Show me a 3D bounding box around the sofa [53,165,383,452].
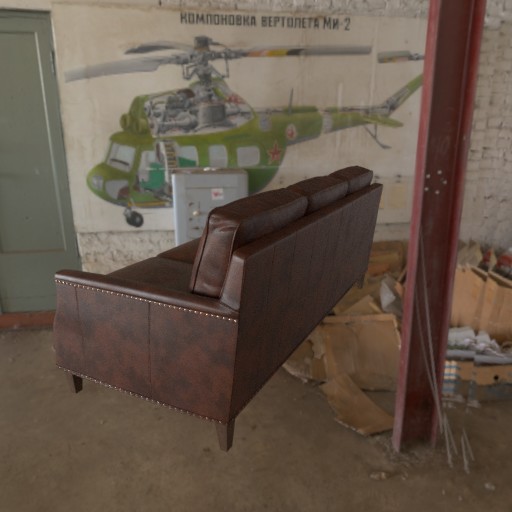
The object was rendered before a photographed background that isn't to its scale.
[{"bbox_3d":[0.000,0.000,2.783,1.084,1.003,2.240,9,19,26],"label":"sofa"}]
